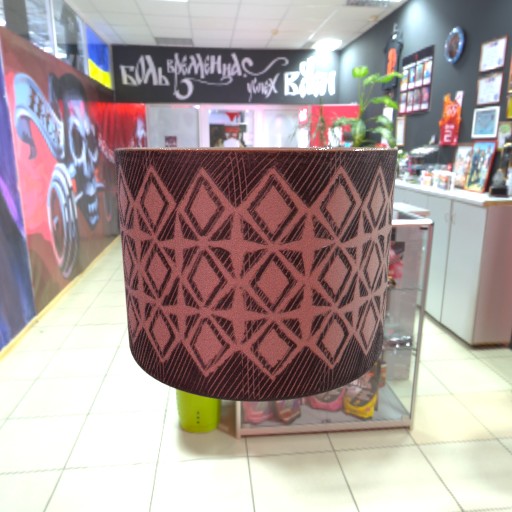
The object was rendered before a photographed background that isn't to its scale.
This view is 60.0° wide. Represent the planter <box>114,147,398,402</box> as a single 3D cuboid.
[{"bbox_3d":[0.000,0.000,0.220,0.126,0.104,0.126,0,14,0],"label":"planter"}]
